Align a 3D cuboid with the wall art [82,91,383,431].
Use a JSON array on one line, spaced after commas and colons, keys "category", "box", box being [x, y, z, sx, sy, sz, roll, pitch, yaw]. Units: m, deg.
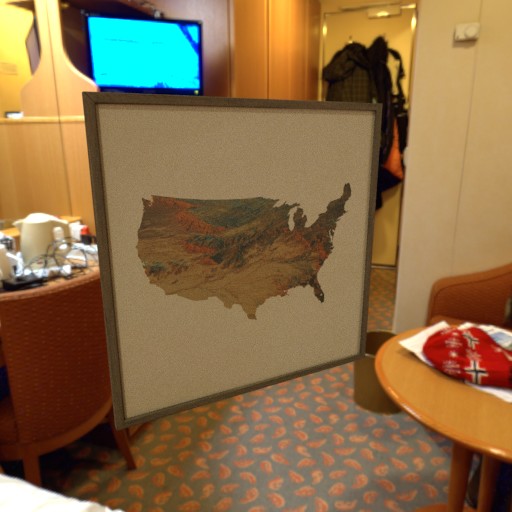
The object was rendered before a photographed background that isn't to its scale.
[{"category": "wall art", "box": [0.000, 0.000, 0.756, 0.508, 0.507, 0.016, -8, 17, -27]}]
